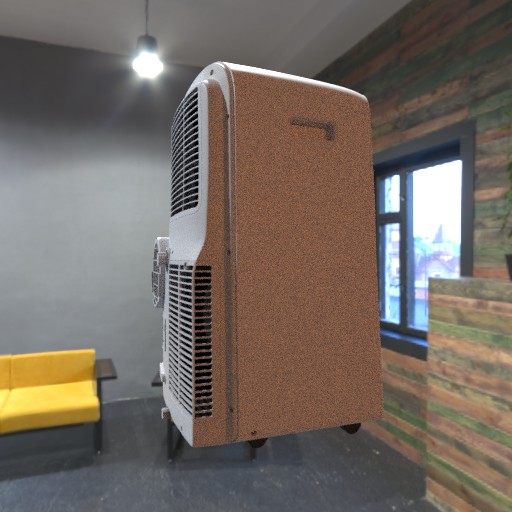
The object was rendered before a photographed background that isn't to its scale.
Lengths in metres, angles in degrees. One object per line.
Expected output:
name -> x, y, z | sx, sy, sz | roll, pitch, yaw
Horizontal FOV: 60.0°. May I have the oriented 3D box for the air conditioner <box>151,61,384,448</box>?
air conditioner -> 0.000, 0.000, 1.079 | 0.467, 0.765, 0.478 | 0, 0, -19
